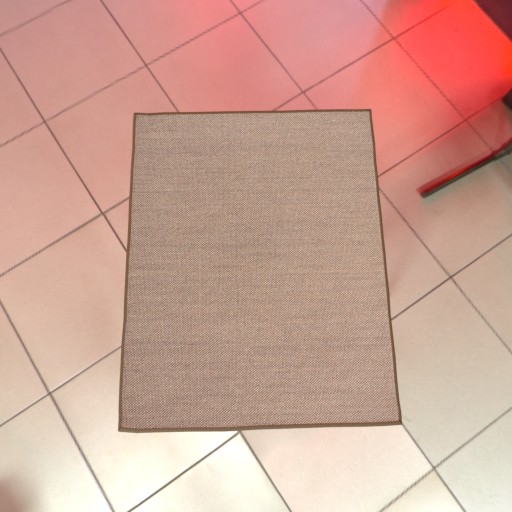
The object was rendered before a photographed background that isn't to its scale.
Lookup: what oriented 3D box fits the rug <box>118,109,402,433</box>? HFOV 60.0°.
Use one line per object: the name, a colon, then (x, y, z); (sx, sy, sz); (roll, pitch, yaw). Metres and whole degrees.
rug: (0.000, 0.000, 4.112); (2.413, 0.020, 3.041); (-1, 76, 0)
